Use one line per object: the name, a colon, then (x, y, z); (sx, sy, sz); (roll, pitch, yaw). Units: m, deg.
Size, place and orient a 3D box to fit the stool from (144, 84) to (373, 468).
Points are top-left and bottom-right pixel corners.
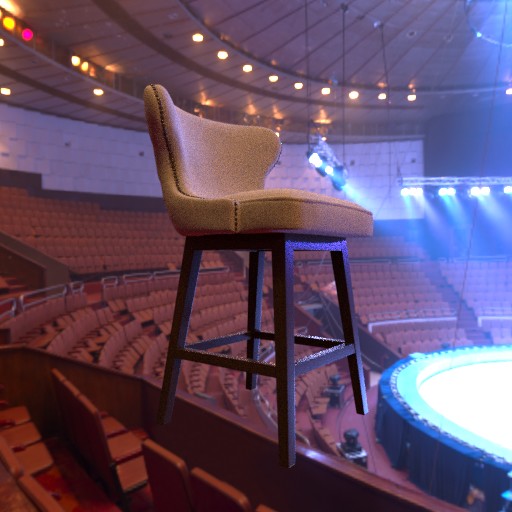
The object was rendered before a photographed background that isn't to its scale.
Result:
stool: (0.000, 0.000, 1.350); (0.597, 0.972, 0.615); (0, 0, 37)
